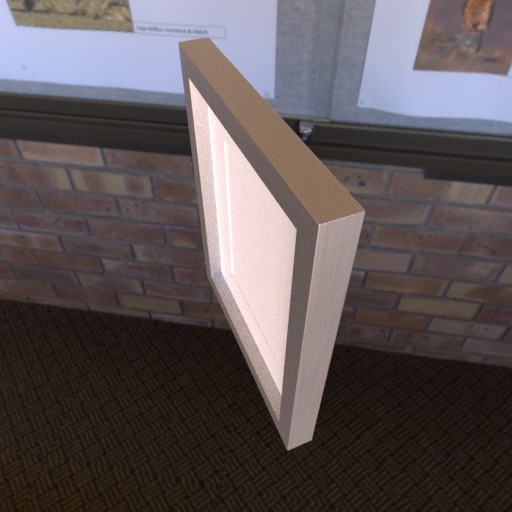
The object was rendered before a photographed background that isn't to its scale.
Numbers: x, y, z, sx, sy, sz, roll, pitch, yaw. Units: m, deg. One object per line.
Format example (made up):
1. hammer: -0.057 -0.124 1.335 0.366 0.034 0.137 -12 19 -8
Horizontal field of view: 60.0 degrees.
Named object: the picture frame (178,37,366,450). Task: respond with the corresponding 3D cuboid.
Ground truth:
1. picture frame: 0.000 0.000 0.385 0.036 0.282 0.233 -17 49 -16
